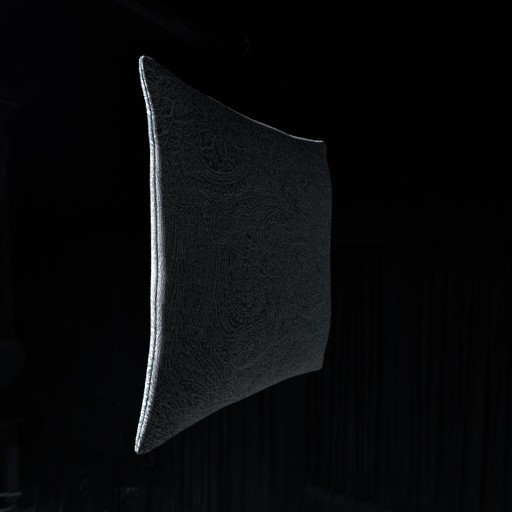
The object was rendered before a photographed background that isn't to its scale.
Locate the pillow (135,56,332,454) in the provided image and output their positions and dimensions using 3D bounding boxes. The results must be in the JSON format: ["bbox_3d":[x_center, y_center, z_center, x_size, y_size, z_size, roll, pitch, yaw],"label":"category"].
[{"bbox_3d":[0.000,0.000,0.777,0.166,0.507,0.526,0,0,34],"label":"pillow"}]
